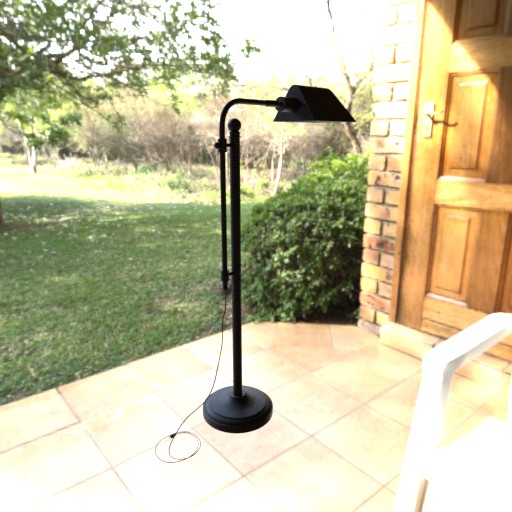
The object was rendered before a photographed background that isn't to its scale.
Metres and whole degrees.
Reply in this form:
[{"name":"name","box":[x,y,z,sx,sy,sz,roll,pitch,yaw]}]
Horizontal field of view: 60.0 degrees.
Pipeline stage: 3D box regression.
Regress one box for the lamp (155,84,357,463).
[{"name":"lamp","box":[0.000,0.000,0.954,0.159,0.708,0.545,15,21,42]}]
